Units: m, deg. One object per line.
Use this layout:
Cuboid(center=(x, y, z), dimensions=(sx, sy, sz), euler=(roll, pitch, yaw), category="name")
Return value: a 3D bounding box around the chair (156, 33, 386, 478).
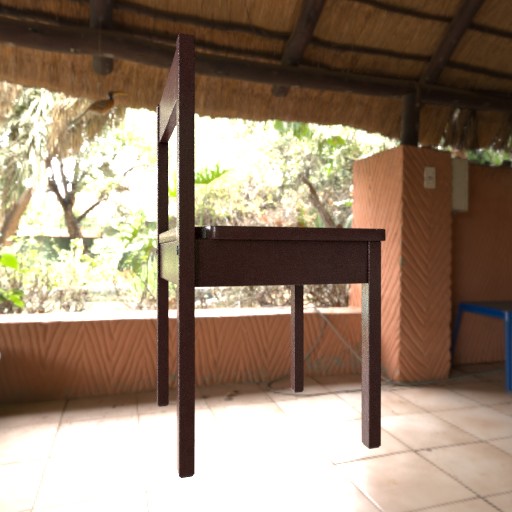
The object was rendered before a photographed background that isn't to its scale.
Cuboid(center=(0.000, 0.000, 0.885), dimensions=(0.361, 0.668, 0.367), euler=(0, 0, -18), category="chair")
